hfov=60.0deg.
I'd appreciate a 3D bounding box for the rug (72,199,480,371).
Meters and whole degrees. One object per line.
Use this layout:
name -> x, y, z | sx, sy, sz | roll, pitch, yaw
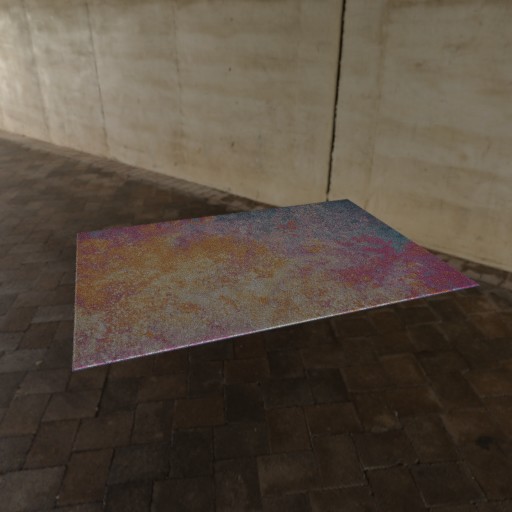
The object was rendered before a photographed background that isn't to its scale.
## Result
rug -> 0.000, 0.000, 3.768 | 2.896, 0.013, 2.007 | -9, 29, -17
